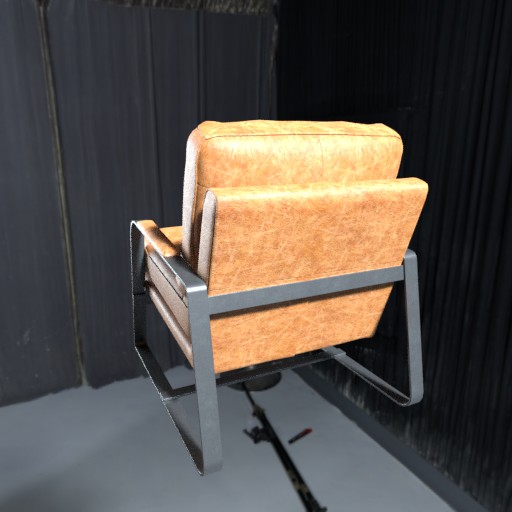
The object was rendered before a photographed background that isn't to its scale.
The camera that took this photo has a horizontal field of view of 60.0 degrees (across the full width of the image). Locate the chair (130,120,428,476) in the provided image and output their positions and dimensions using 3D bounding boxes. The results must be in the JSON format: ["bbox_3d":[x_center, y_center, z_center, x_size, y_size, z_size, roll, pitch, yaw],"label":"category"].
[{"bbox_3d":[0.000,0.000,1.359,0.651,0.777,0.801,-7,16,-25],"label":"chair"}]
